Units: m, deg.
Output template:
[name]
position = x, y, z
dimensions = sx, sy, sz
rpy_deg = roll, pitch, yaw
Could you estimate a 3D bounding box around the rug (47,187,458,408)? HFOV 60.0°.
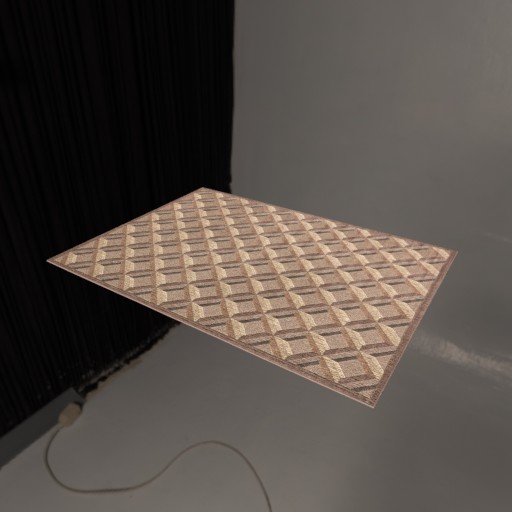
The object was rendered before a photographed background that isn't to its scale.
[rug]
position = 0.000, 0.000, 4.366
dimensions = 3.294, 0.018, 2.382
rpy_deg = 18, 34, 29
